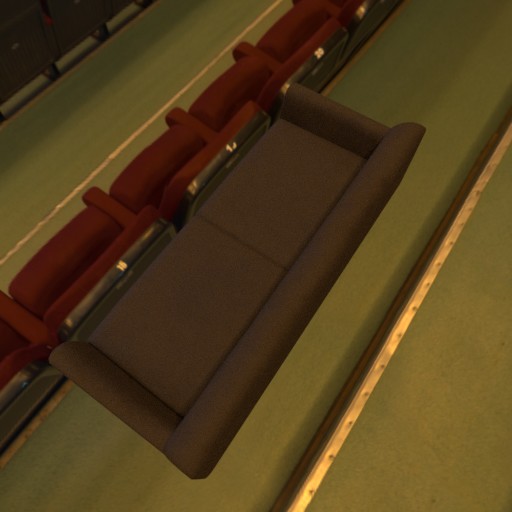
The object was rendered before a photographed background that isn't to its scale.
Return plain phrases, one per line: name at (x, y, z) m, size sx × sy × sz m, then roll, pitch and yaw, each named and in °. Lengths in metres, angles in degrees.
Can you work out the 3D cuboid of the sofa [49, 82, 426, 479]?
sofa at (0.000, 0.000, 2.550) m, size 0.900 × 0.740 × 2.190 m, roll 31°, pitch 68°, yaw 14°
